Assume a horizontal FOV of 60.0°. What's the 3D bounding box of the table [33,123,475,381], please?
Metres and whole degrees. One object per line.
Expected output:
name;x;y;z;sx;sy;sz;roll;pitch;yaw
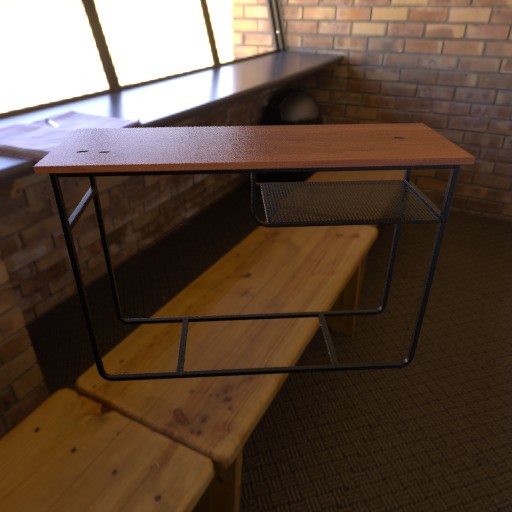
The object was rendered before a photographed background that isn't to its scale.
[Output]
table;0.000;0.000;1.442;1.100;0.750;0.350;-2;31;-3
